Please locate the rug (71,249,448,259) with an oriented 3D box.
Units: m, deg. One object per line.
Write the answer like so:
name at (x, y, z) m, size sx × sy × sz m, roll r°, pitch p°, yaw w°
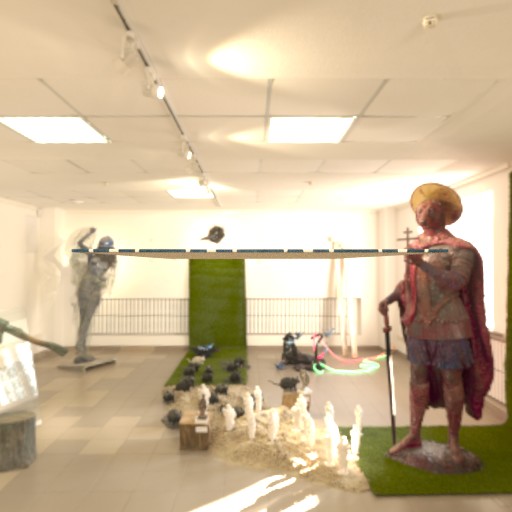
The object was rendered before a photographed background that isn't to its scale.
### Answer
rug at (0.000, 0.000, 2.211) m, size 1.143 × 0.010 × 1.753 m, roll 0°, pitch -1°, yaw -1°
